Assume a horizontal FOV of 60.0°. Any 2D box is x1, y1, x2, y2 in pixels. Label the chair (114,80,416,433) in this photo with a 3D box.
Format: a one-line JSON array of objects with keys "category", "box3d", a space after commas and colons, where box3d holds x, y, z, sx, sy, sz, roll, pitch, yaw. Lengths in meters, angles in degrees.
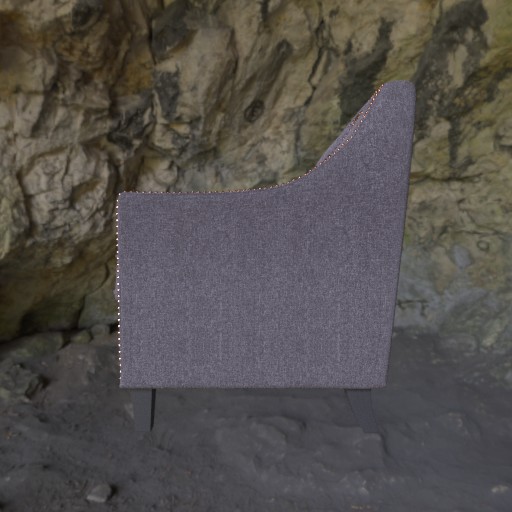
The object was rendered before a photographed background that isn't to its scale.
[{"category": "chair", "box3d": [0.000, 0.000, 1.574, 0.884, 0.967, 0.776, 0, 1, -1]}]
